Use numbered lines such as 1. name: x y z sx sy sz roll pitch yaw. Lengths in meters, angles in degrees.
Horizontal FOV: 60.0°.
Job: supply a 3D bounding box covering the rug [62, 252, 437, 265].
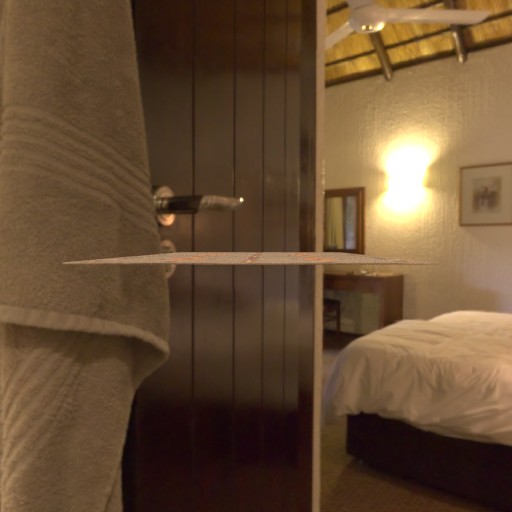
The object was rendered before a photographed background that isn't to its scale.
1. rug: 0.000 0.000 2.999 1.515 0.007 2.427 0 1 2
